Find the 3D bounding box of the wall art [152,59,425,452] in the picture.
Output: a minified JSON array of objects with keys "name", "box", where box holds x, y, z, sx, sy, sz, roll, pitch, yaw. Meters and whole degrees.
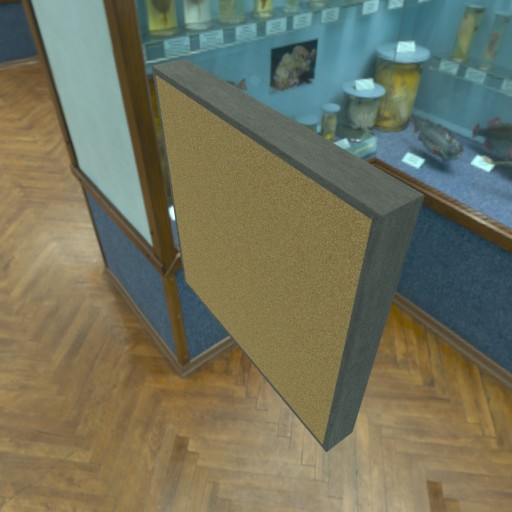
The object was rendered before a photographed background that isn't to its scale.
[{"name":"wall art","box":[0.000,0.000,0.454,0.038,0.302,0.303,-25,48,-26]}]
